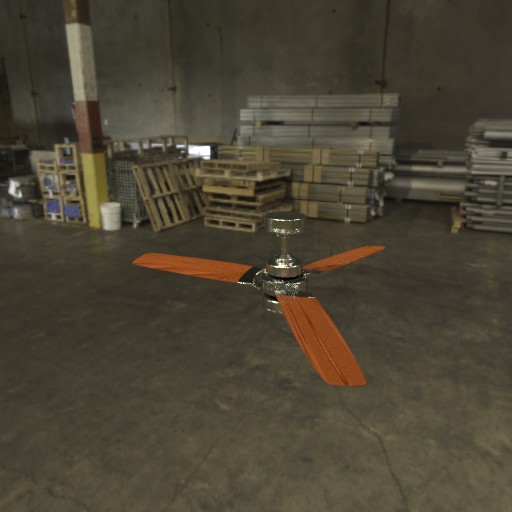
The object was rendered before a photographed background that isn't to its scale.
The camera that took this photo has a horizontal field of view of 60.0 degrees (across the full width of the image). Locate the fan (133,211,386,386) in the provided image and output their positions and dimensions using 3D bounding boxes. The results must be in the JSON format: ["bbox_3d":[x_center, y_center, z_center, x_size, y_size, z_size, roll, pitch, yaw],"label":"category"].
[{"bbox_3d":[0.000,0.000,1.977,1.271,0.410,1.416,8,19,24],"label":"fan"}]
